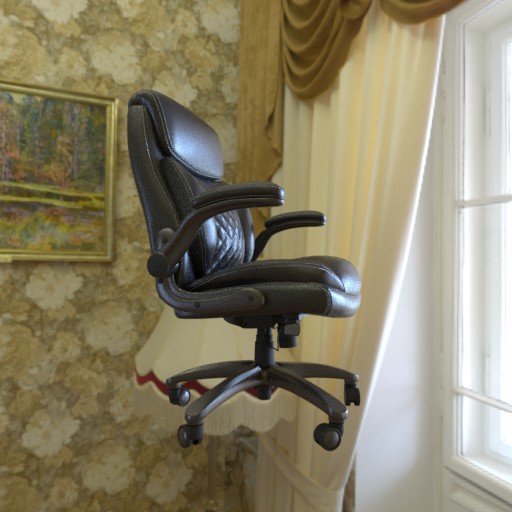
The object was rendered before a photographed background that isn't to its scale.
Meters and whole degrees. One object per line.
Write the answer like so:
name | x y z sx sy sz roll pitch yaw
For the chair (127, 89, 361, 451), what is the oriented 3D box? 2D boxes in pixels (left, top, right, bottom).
chair | 0.000 0.000 1.575 0.724 1.110 0.782 0 -1 18
